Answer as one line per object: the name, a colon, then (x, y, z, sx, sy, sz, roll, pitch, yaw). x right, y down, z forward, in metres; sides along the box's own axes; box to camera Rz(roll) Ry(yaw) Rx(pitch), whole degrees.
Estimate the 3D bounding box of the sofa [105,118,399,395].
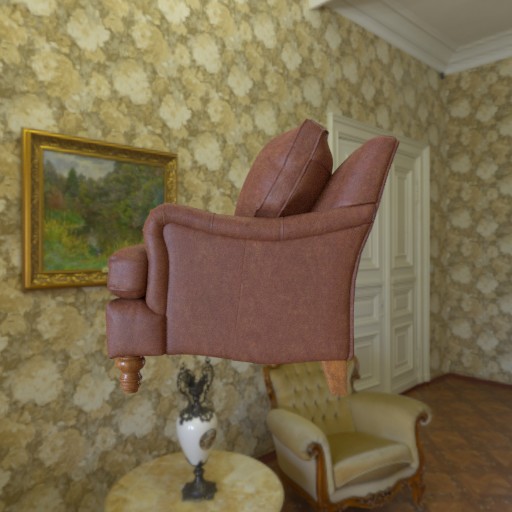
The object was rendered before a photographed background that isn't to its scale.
sofa: (0.000, 0.000, 2.709, 1.147, 1.071, 2.144, 0, 0, 1)
